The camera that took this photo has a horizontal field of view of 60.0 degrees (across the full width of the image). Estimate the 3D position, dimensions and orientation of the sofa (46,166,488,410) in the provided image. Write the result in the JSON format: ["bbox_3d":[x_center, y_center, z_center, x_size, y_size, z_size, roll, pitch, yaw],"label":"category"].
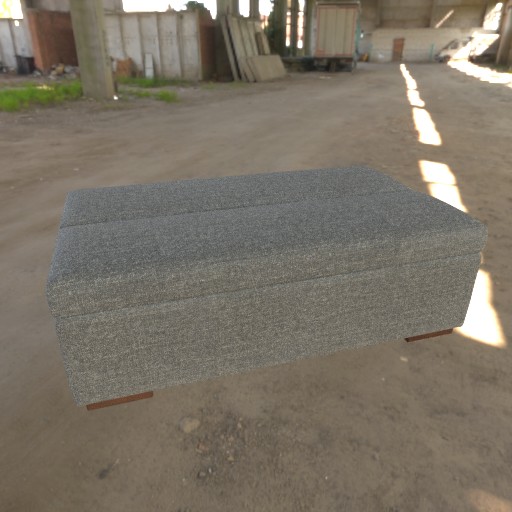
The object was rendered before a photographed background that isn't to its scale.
[{"bbox_3d":[0.000,0.000,1.536,1.198,0.417,0.782,-8,27,-16],"label":"sofa"}]
